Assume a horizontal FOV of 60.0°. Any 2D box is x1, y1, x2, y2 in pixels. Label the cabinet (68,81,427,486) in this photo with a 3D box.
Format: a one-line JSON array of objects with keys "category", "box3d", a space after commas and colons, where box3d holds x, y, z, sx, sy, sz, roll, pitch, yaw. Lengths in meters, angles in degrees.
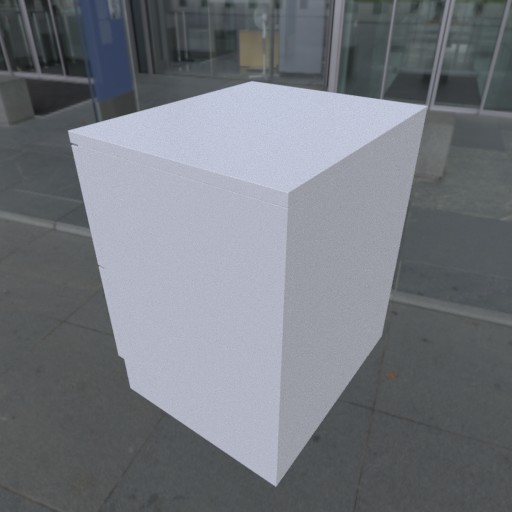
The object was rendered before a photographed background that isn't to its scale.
[{"category": "cabinet", "box3d": [0.000, 0.000, 0.755, 0.360, 0.470, 0.400, 21, 38, 30]}]
